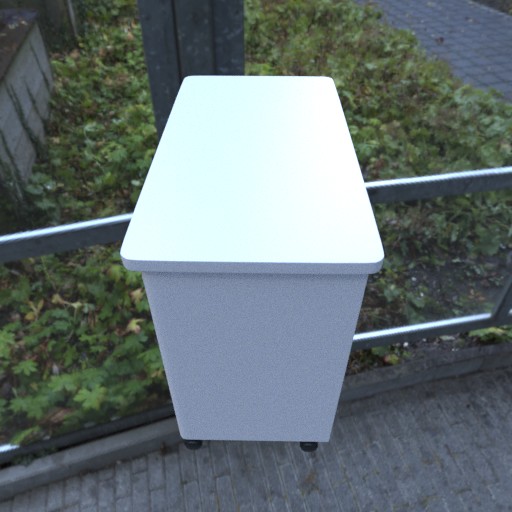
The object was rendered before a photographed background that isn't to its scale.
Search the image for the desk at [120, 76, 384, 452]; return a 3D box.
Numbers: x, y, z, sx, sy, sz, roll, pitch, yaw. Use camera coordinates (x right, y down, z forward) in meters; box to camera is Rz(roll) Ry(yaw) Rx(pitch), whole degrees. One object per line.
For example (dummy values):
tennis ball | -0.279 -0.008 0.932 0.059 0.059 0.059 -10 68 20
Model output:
desk | 0.000 0.000 1.350 0.475 0.763 0.877 1 42 1
